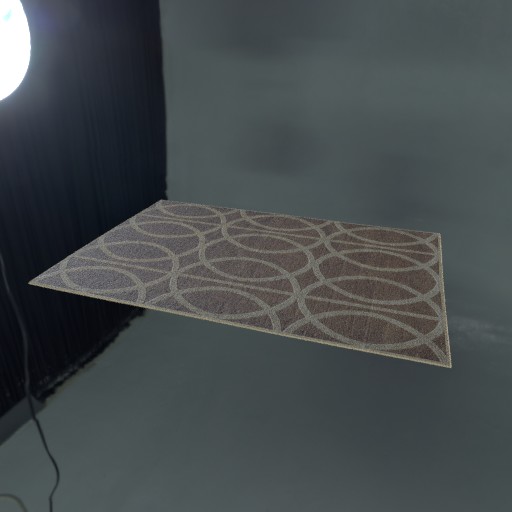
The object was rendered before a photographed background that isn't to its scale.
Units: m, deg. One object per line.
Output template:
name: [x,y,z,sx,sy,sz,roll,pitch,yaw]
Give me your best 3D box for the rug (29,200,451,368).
rug: [0.000,0.000,2.879,2.290,0.014,1.526,9,28,17]
